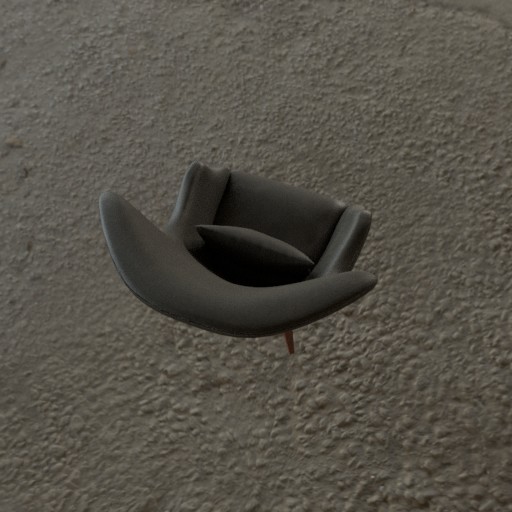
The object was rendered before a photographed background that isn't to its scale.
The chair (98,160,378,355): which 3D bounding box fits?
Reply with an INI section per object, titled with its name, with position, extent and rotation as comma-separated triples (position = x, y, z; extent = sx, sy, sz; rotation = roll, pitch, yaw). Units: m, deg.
[chair]
position = 0.000, 0.000, 1.730
extent = 0.819, 1.068, 0.954
rotation = 18, 64, 9
